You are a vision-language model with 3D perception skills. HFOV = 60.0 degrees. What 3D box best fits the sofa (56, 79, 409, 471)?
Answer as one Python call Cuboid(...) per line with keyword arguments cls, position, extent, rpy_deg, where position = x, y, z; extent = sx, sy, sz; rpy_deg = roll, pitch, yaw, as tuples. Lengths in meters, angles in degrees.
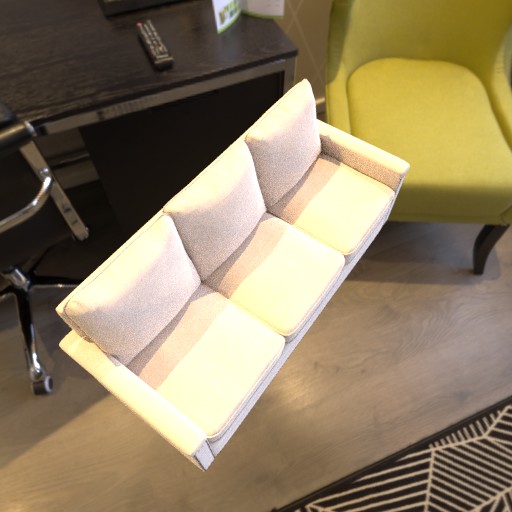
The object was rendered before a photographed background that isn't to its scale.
Cuboid(cls="sofa", position=(0.000, 0.000, 2.360), extent=(0.828, 0.961, 1.925), rpy_deg=(32, 63, 19))
